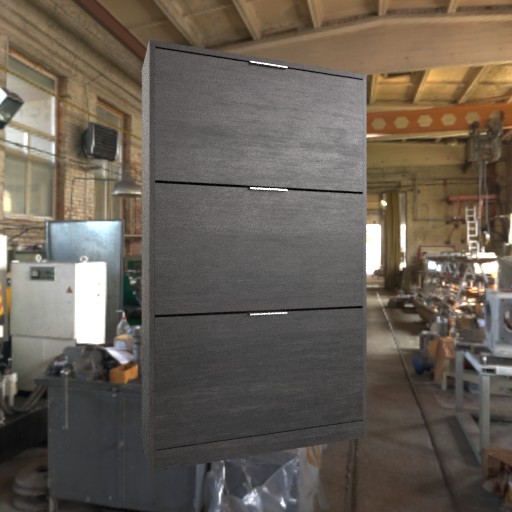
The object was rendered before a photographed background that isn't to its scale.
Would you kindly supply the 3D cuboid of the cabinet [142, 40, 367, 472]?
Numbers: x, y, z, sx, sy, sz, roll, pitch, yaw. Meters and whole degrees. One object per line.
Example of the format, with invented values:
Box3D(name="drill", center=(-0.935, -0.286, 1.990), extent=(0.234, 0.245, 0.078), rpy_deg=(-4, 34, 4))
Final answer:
Box3D(name="cabinet", center=(0.000, 0.000, 1.542), extent=(0.750, 1.280, 0.250), rpy_deg=(0, 0, -20))
